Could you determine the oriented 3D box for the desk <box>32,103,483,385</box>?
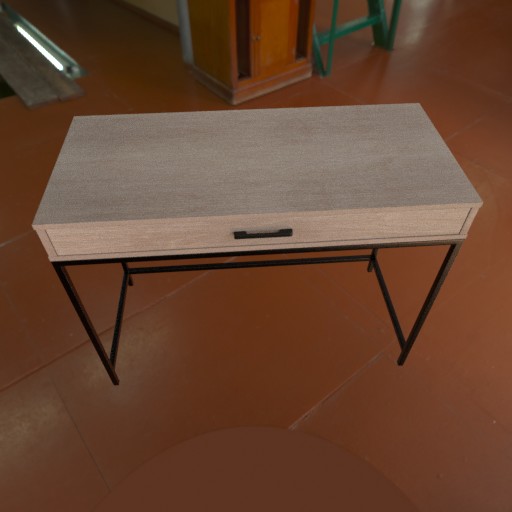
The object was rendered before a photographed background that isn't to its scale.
[{"bbox_3d":[0.000,0.000,1.424,1.016,0.762,0.470,-3,47,-3],"label":"desk"}]
